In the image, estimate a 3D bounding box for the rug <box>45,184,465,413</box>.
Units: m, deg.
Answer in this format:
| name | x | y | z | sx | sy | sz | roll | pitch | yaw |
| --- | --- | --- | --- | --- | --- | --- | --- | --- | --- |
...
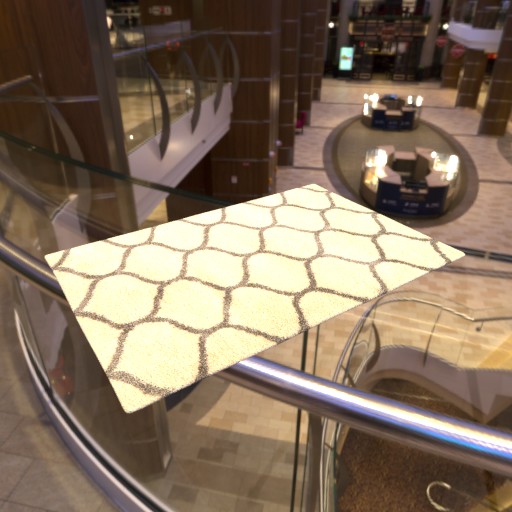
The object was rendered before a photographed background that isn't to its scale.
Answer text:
| name | x | y | z | sx | sy | sz | roll | pitch | yaw |
| --- | --- | --- | --- | --- | --- | --- | --- | --- | --- |
| rug | 0.000 | 0.000 | 3.402 | 2.701 | 0.026 | 1.801 | -19 | 35 | -29 |
